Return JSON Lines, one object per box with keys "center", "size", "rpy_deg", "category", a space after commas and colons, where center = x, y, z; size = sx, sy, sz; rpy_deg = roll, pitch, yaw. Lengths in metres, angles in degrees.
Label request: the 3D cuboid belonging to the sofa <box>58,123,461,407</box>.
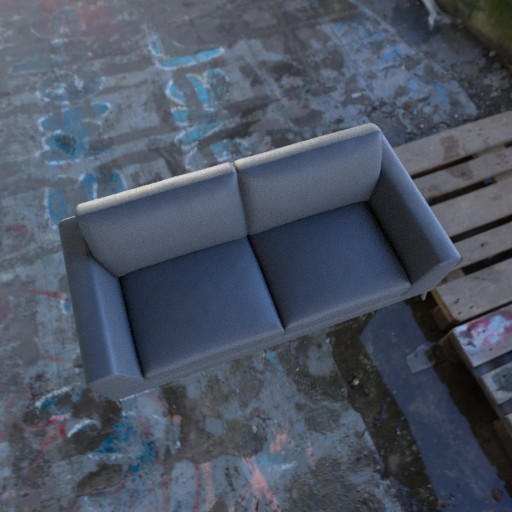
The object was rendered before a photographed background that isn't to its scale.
{"center": [0.000, 0.000, 2.546], "size": [2.017, 0.875, 0.953], "rpy_deg": [-18, 64, -9], "category": "sofa"}
